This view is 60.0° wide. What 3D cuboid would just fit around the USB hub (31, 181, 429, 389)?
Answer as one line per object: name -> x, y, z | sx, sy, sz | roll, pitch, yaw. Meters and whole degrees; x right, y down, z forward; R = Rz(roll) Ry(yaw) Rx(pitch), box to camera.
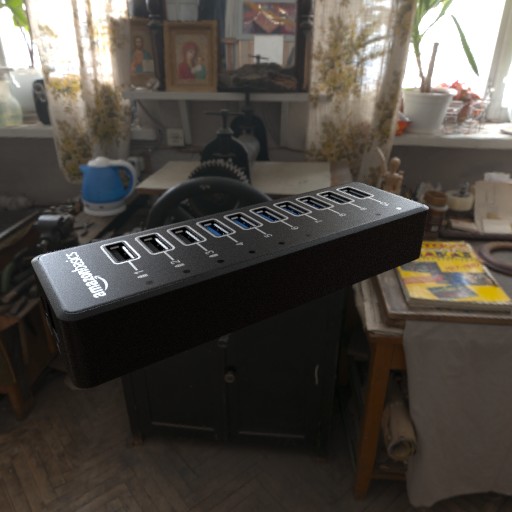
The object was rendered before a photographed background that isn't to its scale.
USB hub -> 0.000, 0.000, 0.165 | 0.145, 0.023, 0.044 | -17, 31, -30
